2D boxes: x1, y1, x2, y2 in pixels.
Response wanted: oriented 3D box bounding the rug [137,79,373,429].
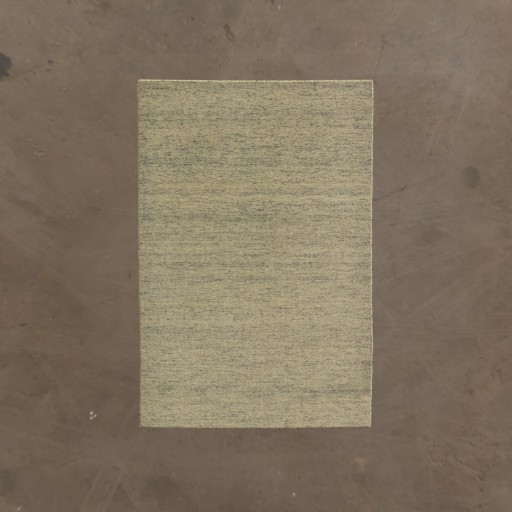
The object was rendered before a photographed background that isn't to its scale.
[{"bbox_3d":[0.000,0.000,2.347,1.243,0.014,1.846,0,91,0],"label":"rug"}]
